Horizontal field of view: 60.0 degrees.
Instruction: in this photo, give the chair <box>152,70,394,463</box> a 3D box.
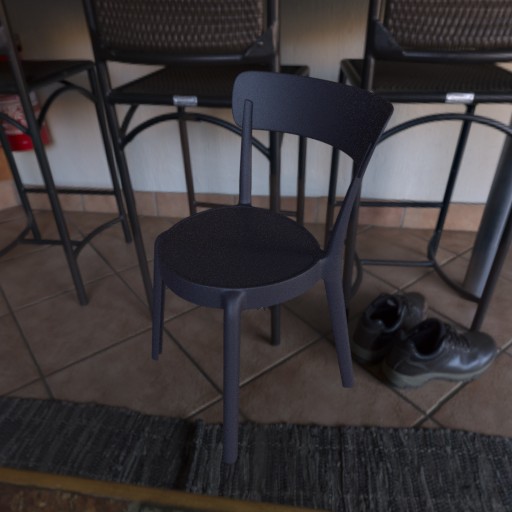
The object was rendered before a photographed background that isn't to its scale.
[{"bbox_3d":[0.000,0.000,1.130,0.491,0.790,0.506,-21,38,-29],"label":"chair"}]
